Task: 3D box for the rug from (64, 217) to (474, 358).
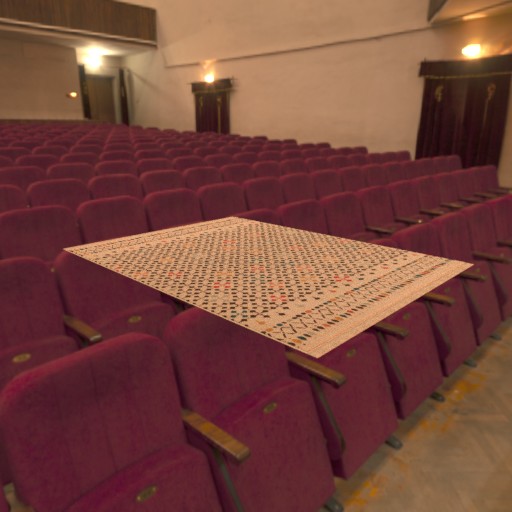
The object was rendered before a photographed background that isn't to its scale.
[{"bbox_3d":[0.000,0.000,2.073,1.556,0.006,1.146,15,22,42],"label":"rug"}]
